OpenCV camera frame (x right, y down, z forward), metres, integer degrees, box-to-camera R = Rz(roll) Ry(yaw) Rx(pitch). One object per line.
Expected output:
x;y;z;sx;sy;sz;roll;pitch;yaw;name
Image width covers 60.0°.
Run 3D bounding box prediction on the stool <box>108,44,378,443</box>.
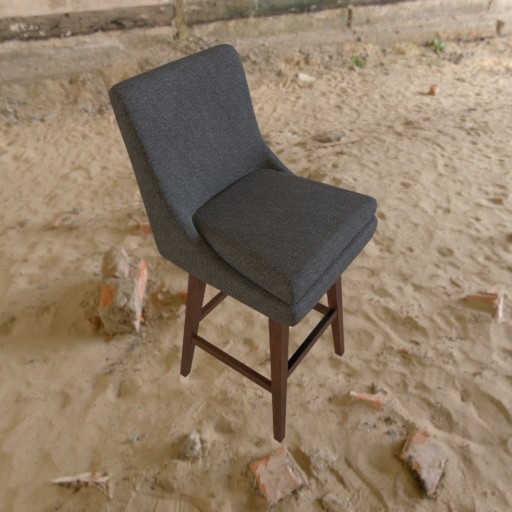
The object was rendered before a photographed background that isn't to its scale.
0.000;0.000;1.377;0.572;1.068;0.489;26;47;26;stool
